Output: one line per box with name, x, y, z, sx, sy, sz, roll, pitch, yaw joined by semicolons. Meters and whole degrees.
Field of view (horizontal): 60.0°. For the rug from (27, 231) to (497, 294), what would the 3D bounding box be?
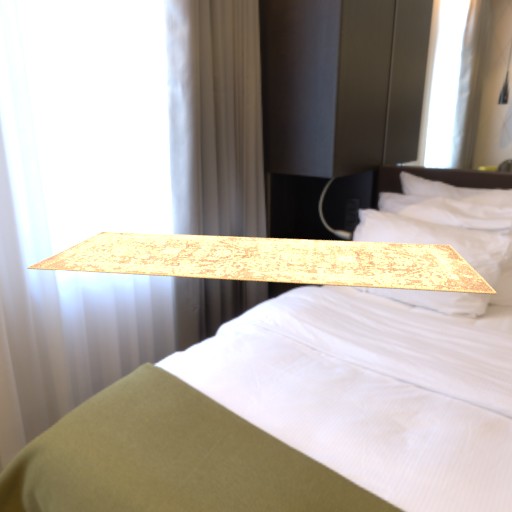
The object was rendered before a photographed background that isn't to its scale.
rug;0.000;0.000;2.687;2.452;0.017;0.855;3;17;8
